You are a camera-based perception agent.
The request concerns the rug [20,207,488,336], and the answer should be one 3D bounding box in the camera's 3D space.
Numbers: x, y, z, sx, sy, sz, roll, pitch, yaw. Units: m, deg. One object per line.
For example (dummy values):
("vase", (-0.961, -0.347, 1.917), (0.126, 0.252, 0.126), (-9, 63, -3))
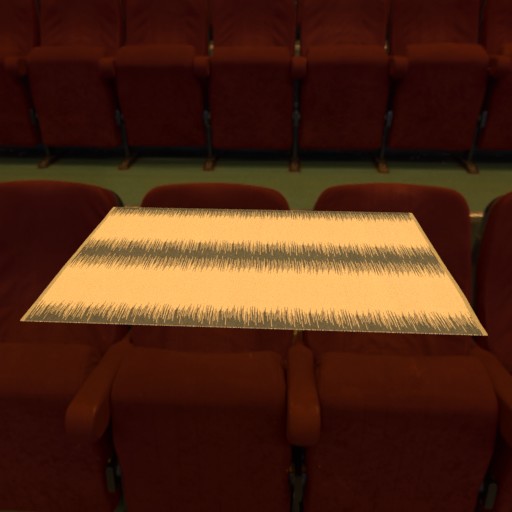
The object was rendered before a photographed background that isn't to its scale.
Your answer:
("rug", (0.000, 0.000, 2.965), (2.453, 0.003, 1.519), (1, 30, 2))
